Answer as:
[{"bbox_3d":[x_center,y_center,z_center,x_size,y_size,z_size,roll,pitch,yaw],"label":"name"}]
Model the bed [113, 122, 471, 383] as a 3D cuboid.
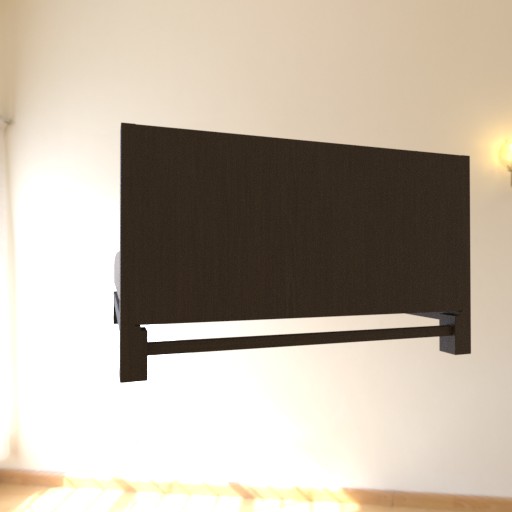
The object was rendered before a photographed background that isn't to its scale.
[{"bbox_3d":[0.000,0.000,3.542,2.143,1.261,2.238,0,-1,-19],"label":"bed"}]
